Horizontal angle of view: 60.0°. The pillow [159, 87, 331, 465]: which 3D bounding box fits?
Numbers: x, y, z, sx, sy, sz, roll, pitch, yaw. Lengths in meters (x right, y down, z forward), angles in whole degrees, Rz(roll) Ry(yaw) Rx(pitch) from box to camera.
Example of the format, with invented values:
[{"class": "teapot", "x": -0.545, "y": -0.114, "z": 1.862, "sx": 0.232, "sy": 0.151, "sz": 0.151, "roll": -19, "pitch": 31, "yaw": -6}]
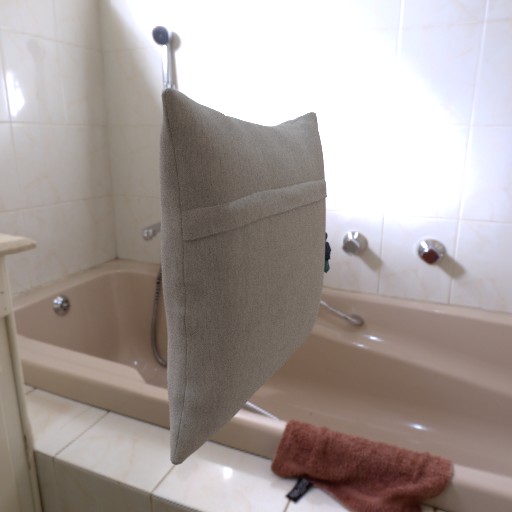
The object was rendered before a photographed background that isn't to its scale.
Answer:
[{"class": "pillow", "x": 0.000, "y": 0.000, "z": 0.668, "sx": 0.173, "sy": 0.436, "sz": 0.433, "roll": 7, "pitch": 16, "yaw": 25}]
